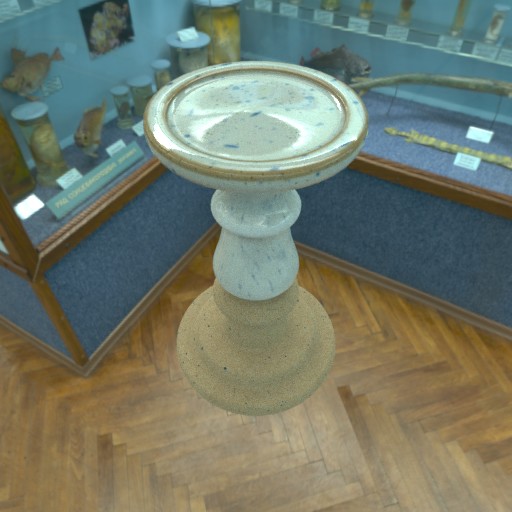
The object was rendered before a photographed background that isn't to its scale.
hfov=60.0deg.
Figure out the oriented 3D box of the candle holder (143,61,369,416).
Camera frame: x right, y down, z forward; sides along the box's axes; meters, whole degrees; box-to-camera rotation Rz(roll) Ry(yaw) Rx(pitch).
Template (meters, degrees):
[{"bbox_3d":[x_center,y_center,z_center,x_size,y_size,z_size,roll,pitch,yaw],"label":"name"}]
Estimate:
[{"bbox_3d":[0.000,0.000,0.278,0.123,0.202,0.123,0,47,0],"label":"candle holder"}]
